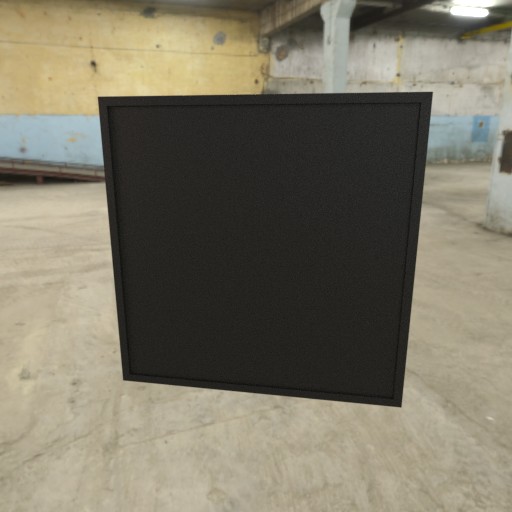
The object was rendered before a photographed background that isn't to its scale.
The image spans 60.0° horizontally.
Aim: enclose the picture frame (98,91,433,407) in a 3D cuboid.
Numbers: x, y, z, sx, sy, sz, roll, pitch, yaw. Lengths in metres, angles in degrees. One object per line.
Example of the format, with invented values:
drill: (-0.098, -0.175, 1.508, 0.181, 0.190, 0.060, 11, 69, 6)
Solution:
picture frame: (0.000, 0.000, 1.130, 0.775, 0.775, 0.032, 3, 16, 9)
